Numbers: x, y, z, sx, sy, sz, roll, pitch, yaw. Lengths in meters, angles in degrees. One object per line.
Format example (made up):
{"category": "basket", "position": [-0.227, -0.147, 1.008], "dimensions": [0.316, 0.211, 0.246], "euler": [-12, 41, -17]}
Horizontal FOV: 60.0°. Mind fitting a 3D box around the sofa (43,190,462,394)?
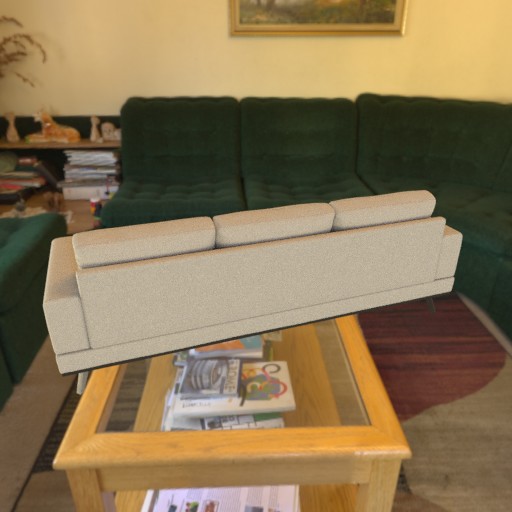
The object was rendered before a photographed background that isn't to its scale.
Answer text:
{"category": "sofa", "position": [0.000, 0.000, 2.733], "dimensions": [2.310, 0.810, 0.920], "euler": [-9, 27, -18]}
